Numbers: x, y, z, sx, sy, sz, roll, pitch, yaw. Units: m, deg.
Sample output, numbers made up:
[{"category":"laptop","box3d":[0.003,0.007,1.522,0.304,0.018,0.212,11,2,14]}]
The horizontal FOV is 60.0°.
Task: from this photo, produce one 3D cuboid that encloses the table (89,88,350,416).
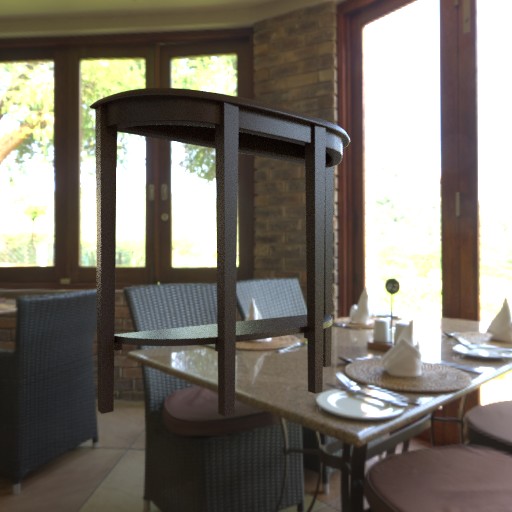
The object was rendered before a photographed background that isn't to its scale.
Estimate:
[{"category":"table","box3d":[0.000,0.000,1.346,0.909,0.831,0.274,0,0,-37]}]
